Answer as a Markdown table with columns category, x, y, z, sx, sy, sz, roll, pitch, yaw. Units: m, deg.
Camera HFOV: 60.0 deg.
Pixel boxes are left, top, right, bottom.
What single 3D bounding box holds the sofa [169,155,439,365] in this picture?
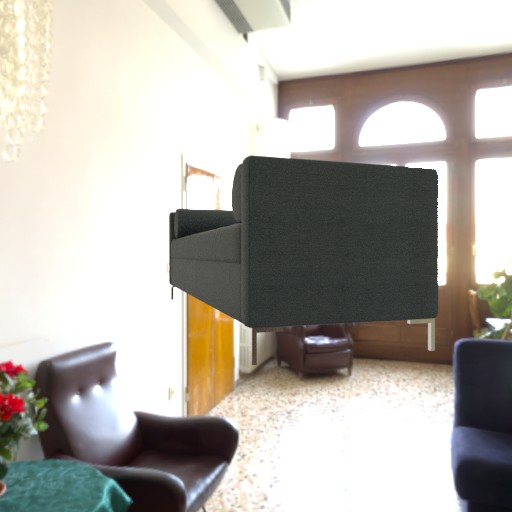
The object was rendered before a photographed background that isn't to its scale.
| category | x | y | z | sx | sy | sz | roll | pitch | yaw |
| --- | --- | --- | --- | --- | --- | --- | --- | --- | --- |
| sofa | 0.000 | 0.000 | 2.342 | 0.686 | 0.635 | 1.981 | 0 | 0 | -18 |
